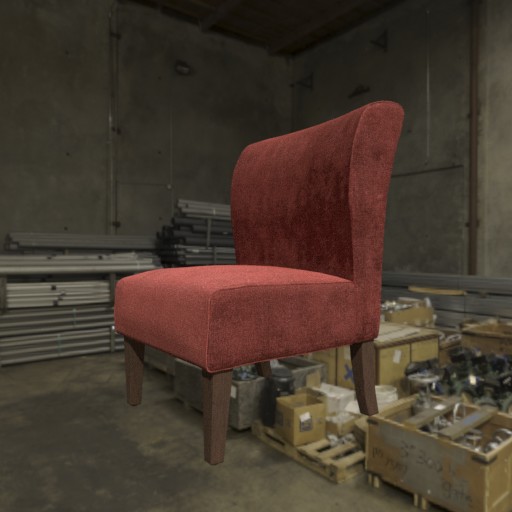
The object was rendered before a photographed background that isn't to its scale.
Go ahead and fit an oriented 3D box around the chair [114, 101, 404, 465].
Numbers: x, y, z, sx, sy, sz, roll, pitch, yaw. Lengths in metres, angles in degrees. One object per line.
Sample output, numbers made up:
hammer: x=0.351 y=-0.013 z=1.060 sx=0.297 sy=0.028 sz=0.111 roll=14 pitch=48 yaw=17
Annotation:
chair: x=0.000 y=0.000 z=1.241 sx=0.640 sy=0.846 sz=0.538 roll=0 pitch=0 yaw=-36
